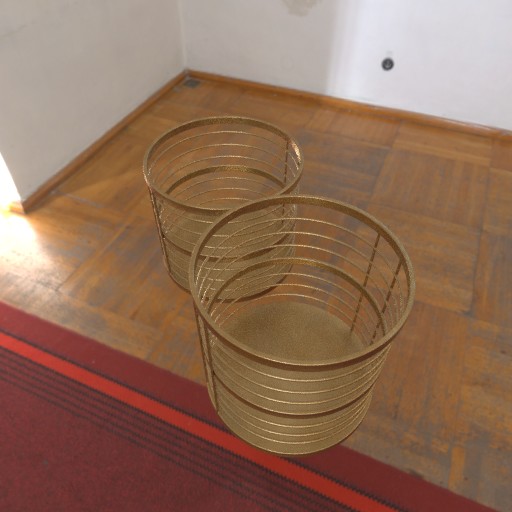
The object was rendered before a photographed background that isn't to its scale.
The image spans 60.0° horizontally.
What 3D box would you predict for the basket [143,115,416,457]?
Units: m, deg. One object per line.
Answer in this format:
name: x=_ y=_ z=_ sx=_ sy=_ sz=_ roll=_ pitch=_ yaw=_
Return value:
basket: x=0.000 y=0.000 z=0.957 sx=0.356 sy=0.351 sz=0.746 roll=-16 pitch=49 yaw=-14
